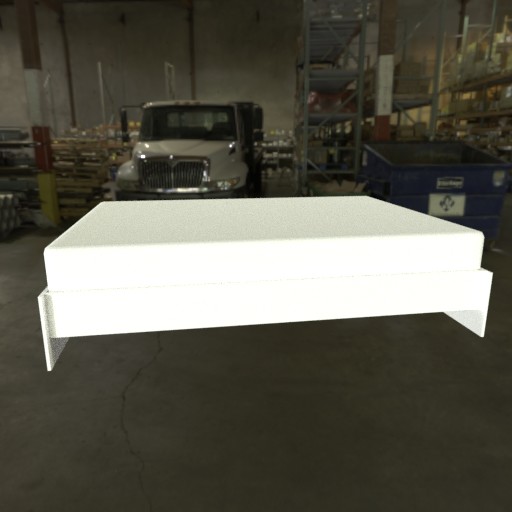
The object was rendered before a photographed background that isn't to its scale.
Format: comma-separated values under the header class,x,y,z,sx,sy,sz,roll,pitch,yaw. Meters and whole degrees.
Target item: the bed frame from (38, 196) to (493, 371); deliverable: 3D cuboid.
class,x,y,z,sx,sy,sz,roll,pitch,yaw
bed frame,0.000,0.000,2.570,1.945,0.497,1.445,-2,15,-9
